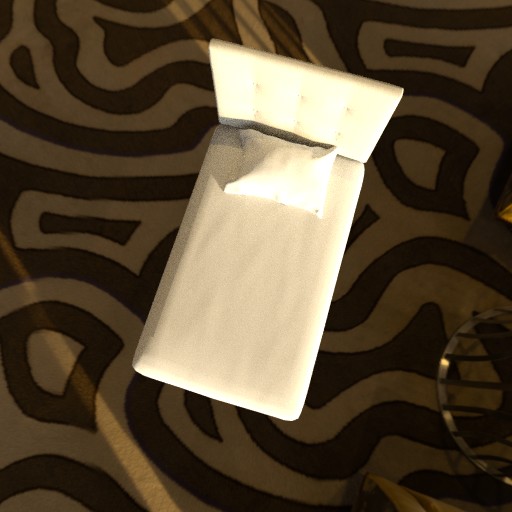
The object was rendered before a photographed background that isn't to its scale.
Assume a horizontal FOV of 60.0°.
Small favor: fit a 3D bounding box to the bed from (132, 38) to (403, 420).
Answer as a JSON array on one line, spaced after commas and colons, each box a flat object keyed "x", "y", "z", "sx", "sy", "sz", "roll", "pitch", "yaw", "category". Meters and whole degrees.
[{"x": 0.000, "y": 0.000, "z": 3.037, "sx": 1.261, "sy": 1.571, "sz": 1.997, "roll": 16, "pitch": 77, "yaw": 4, "category": "bed"}]
